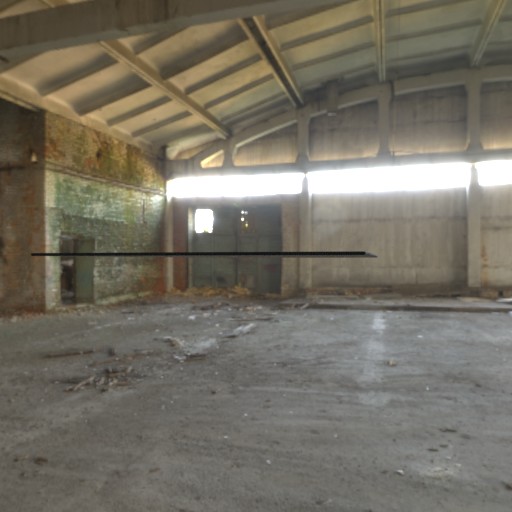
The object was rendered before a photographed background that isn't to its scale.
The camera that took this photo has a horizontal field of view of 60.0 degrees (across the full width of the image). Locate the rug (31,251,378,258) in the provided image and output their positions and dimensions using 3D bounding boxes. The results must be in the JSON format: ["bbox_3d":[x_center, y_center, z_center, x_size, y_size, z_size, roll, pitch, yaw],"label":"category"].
[{"bbox_3d":[0.000,0.000,2.933,1.526,0.014,2.290,0,0,16],"label":"rug"}]
